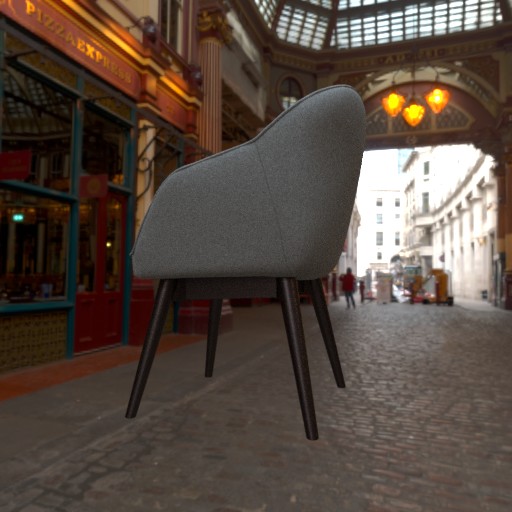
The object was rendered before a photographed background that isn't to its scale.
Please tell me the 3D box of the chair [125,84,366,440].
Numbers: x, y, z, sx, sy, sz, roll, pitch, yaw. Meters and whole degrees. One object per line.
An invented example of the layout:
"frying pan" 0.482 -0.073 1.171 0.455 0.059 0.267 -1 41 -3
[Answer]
"chair" 0.000 0.000 1.255 0.611 0.810 0.589 -1 -3 19
